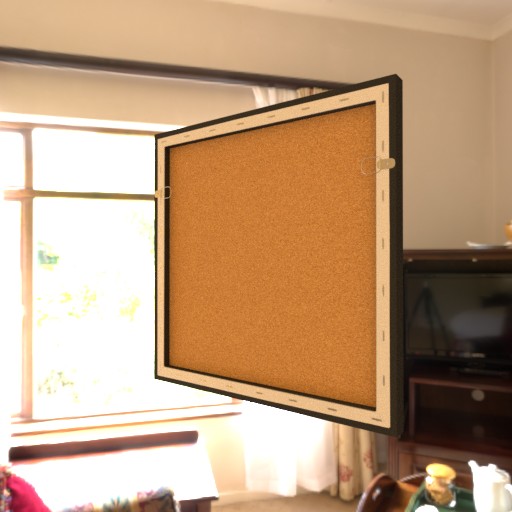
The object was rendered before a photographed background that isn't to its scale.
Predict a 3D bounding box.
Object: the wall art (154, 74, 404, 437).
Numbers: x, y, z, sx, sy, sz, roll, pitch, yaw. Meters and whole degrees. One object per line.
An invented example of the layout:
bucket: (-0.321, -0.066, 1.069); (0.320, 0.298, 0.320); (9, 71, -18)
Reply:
wall art: (0.000, 0.000, 1.164); (0.758, 0.758, 0.044); (0, -1, 37)
